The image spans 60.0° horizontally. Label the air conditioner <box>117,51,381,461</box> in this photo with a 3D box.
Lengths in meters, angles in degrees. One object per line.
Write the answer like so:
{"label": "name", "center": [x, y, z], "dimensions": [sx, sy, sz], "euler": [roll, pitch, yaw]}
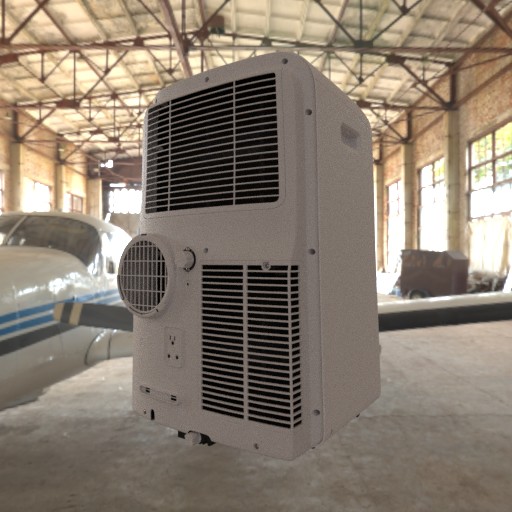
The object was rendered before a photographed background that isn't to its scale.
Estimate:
{"label": "air conditioner", "center": [0.000, 0.000, 1.040], "dimensions": [0.478, 0.765, 0.467], "euler": [0, -1, 36]}
